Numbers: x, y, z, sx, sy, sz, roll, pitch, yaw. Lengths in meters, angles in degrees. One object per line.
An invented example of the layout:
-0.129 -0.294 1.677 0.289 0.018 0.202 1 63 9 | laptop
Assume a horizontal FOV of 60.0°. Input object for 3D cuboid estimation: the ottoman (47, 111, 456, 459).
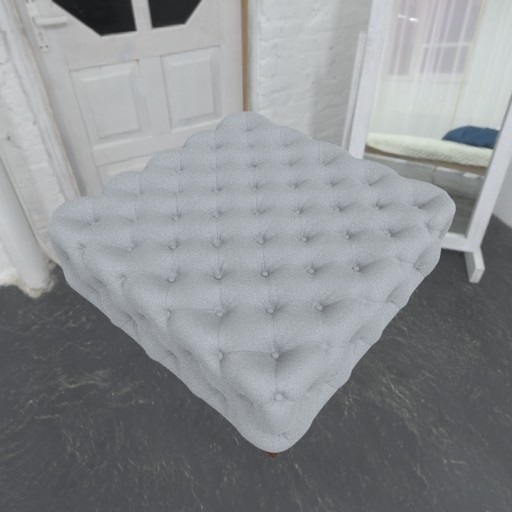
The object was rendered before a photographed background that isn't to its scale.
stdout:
0.000 0.000 1.187 0.758 0.365 0.764 31 53 27 | ottoman
